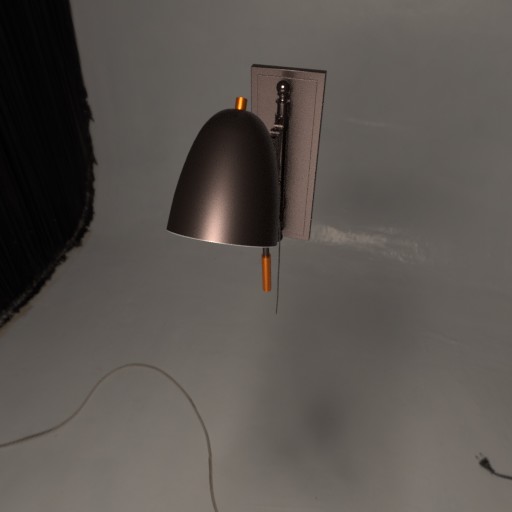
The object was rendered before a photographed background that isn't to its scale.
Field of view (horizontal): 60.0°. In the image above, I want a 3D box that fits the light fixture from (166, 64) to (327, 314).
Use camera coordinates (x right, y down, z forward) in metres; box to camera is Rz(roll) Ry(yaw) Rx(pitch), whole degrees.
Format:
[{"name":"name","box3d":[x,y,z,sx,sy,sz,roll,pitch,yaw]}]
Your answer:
[{"name":"light fixture","box3d":[0.000,0.000,0.906,0.162,0.715,0.499,10,42,12]}]
